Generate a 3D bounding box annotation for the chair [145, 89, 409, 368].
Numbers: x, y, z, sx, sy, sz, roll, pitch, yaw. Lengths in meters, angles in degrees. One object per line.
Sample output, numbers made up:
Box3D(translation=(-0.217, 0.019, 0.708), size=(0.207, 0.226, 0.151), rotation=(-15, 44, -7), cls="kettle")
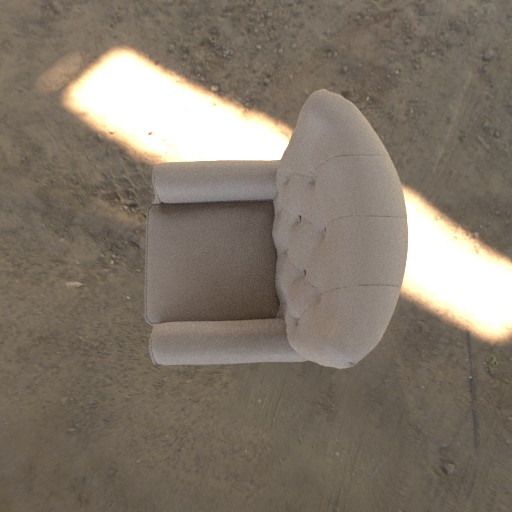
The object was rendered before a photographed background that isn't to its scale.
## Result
Box3D(translation=(0.000, 0.000, 1.994), size=(1.041, 1.138, 0.999), rotation=(-2, 76, -1), cls="chair")
